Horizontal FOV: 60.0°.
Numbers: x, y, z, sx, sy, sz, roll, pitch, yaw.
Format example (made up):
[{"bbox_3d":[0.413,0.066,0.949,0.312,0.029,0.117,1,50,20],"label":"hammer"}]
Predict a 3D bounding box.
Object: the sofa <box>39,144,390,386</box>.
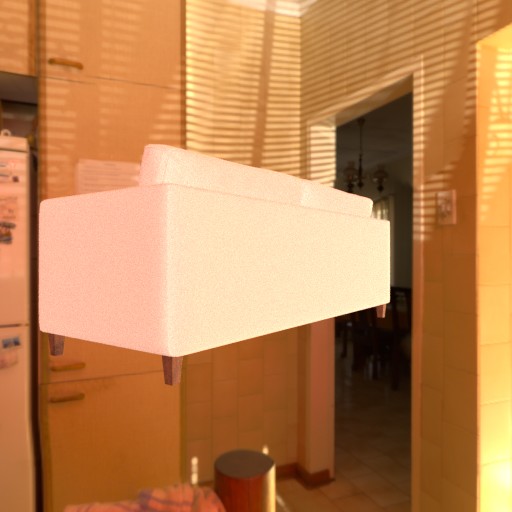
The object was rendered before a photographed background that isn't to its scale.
[{"bbox_3d":[0.000,0.000,2.822,0.951,0.962,2.361,0,0,36],"label":"sofa"}]
